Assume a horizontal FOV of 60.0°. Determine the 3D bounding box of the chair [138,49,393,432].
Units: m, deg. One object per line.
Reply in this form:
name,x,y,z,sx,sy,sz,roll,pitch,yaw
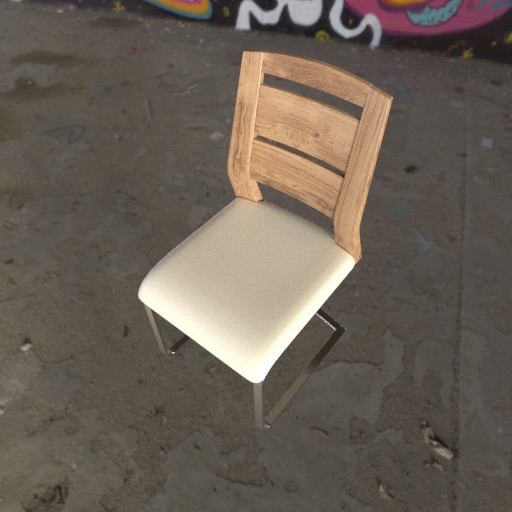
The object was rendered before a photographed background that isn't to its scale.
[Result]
chair,0.000,0.000,1.275,0.457,0.955,0.561,30,53,25
